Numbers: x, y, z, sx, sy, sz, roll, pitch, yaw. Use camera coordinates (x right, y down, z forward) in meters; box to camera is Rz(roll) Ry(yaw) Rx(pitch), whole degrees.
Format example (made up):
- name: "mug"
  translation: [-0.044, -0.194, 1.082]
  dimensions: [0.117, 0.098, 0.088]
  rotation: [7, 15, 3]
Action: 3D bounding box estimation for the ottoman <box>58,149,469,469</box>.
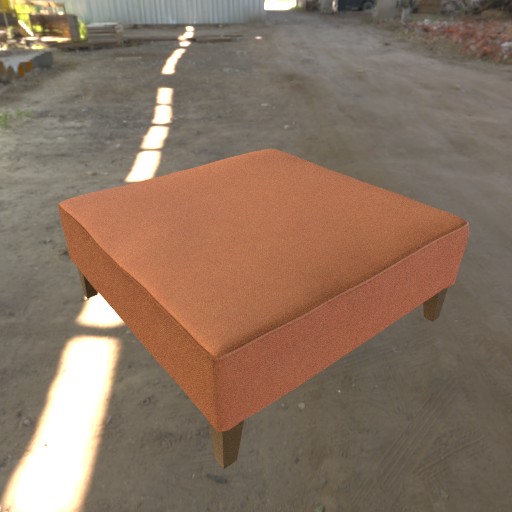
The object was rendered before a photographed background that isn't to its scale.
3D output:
- name: "ottoman"
  translation: [0.000, 0.000, 1.549]
  dimensions: [0.997, 0.438, 0.999]
  rotation: [-22, 37, -32]
